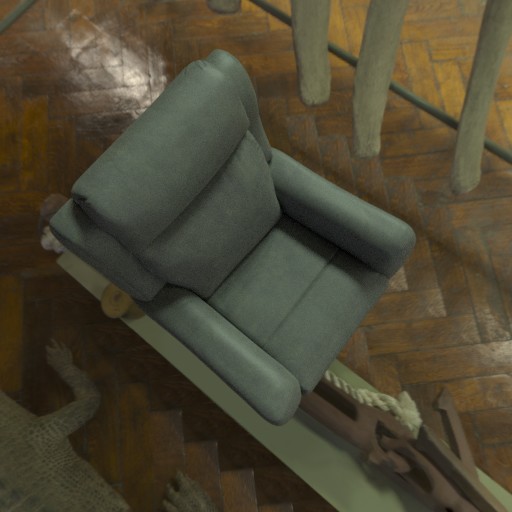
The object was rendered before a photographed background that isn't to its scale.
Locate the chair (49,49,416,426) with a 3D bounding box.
[{"bbox_3d":[0.000,0.000,1.851,1.068,1.116,0.965,38,78,9],"label":"chair"}]
